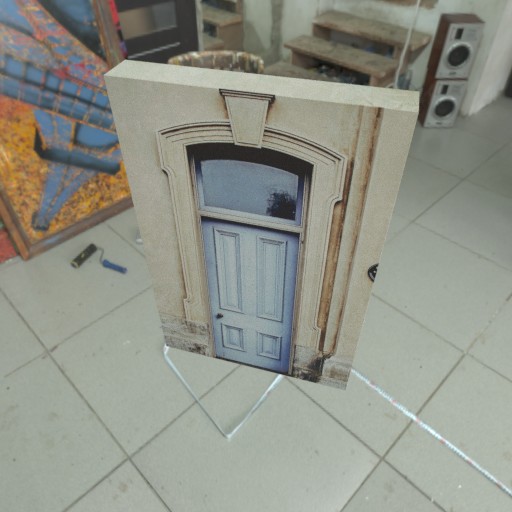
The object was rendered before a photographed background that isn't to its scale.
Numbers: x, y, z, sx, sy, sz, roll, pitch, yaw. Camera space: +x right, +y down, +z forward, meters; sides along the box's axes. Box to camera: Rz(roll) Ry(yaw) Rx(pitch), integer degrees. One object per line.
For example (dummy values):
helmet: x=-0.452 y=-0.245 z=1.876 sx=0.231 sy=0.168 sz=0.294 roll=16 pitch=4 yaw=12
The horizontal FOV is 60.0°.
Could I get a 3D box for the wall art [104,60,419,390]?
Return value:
wall art: x=0.000 y=0.000 z=0.487 sx=0.254 sy=0.381 sz=0.038 roll=11 pitch=44 yaw=12
